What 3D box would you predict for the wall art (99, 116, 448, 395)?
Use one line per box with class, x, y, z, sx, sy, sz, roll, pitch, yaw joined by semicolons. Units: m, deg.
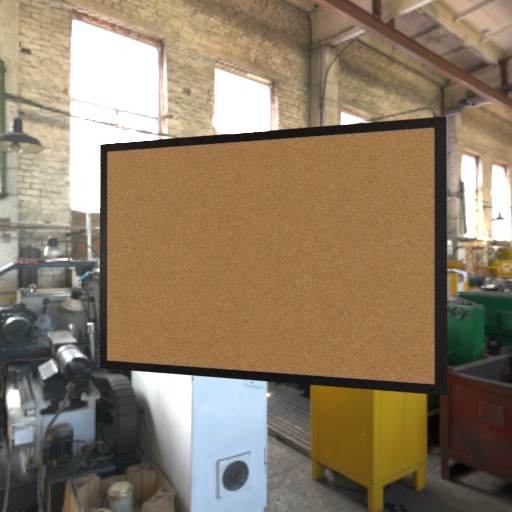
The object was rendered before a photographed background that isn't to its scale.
wall art;0.000;0.000;0.826;0.657;0.458;0.027;0;0;16
